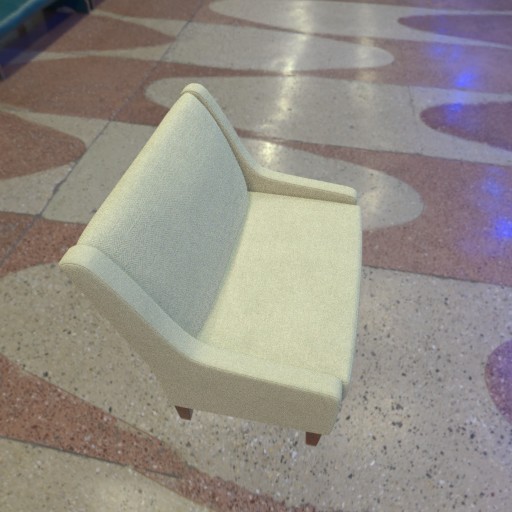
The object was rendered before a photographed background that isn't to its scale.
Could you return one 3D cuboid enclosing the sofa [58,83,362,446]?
[{"bbox_3d":[0.000,0.000,1.962,0.946,0.976,1.212,8,46,8],"label":"sofa"}]
